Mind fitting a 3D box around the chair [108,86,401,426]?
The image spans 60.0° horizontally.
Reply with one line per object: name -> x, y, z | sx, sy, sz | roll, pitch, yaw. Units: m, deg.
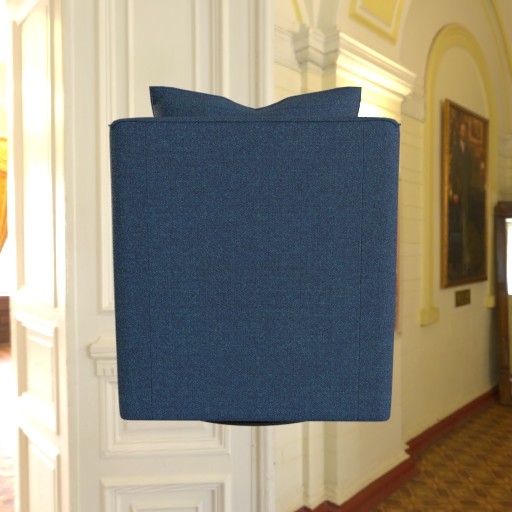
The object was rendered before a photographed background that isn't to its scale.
chair -> 0.000, 0.000, 1.538 | 0.750, 0.939, 0.870 | 0, 1, 1
